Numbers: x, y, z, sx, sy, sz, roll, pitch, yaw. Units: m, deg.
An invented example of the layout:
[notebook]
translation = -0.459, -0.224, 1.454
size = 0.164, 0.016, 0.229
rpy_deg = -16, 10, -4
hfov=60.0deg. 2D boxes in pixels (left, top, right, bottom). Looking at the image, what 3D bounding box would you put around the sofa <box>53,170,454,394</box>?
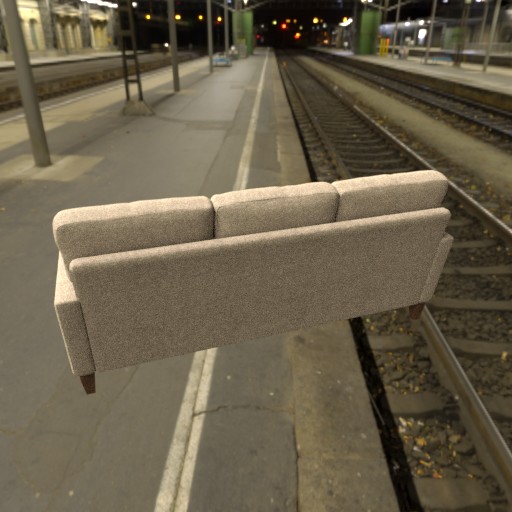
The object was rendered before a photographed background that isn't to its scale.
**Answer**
[sofa]
translation = 0.000, 0.000, 2.598
size = 2.115, 0.984, 0.888
rpy_deg = -9, 27, -17
